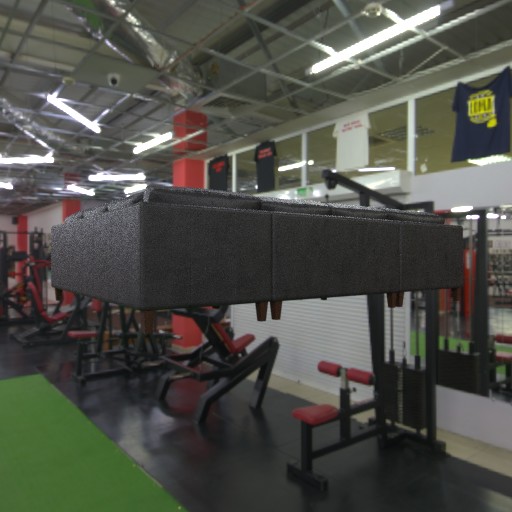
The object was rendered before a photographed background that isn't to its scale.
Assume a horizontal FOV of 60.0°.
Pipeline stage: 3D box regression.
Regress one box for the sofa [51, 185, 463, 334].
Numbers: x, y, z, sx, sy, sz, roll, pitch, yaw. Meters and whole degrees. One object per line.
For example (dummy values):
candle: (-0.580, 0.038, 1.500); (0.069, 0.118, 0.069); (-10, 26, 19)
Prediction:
sofa: (0.000, 0.000, 4.425); (3.324, 0.891, 2.452); (0, 0, -36)
